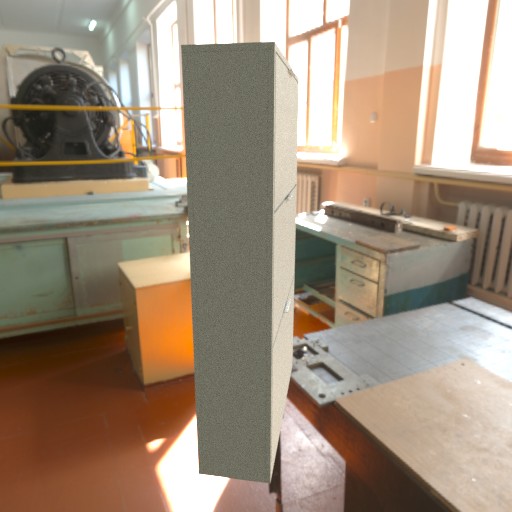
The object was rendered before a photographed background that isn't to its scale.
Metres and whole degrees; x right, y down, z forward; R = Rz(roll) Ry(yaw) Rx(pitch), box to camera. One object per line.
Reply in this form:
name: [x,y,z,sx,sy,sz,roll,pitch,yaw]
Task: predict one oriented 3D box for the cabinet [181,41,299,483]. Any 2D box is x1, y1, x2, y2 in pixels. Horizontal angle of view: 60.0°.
cabinet: [0.000,0.000,1.608,0.250,1.280,0.750,3,16,9]
